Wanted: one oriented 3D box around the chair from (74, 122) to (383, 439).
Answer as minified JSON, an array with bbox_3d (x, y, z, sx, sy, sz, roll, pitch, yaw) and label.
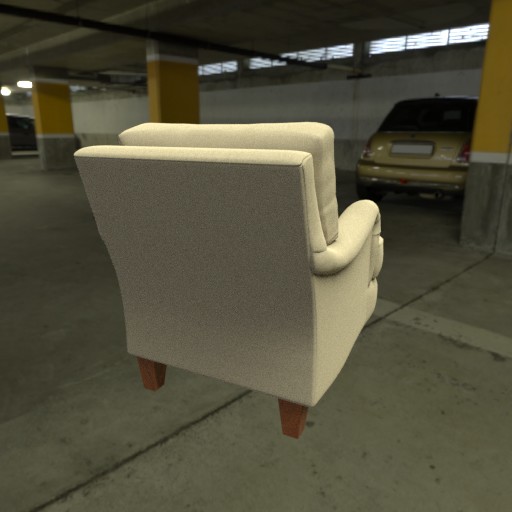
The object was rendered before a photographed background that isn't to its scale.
[{"bbox_3d":[0.000,0.000,1.873,0.895,1.076,1.078,8,18,26],"label":"chair"}]
